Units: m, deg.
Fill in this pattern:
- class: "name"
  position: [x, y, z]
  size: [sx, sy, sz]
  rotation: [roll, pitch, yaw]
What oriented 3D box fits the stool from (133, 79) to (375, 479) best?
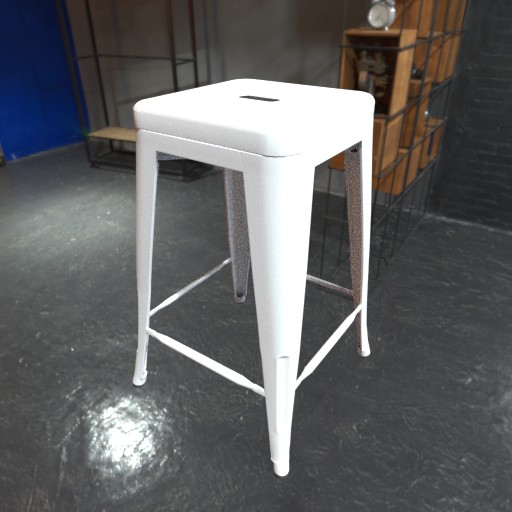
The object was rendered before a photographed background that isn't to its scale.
- class: "stool"
  position: [0.000, 0.000, 0.886]
  size: [0.406, 0.610, 0.406]
  rotation: [19, 36, 30]
